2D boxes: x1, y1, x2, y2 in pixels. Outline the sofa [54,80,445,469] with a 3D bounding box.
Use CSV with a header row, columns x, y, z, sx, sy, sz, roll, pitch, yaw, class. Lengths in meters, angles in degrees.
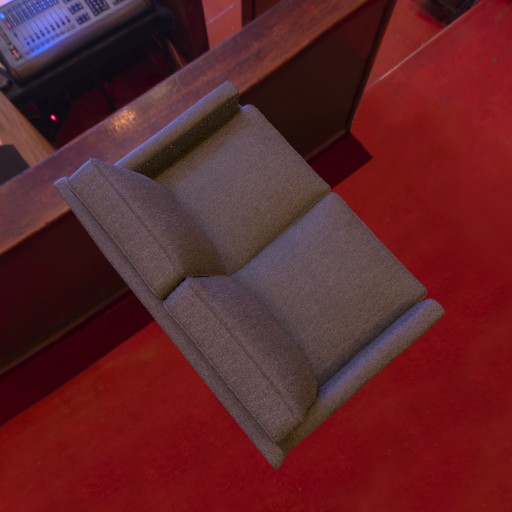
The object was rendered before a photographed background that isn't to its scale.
x,y,z,sx,sy,sz,roll,pitch,yaw,class
0.000,0.000,2.213,1.084,1.003,1.597,-39,79,-9,sofa
